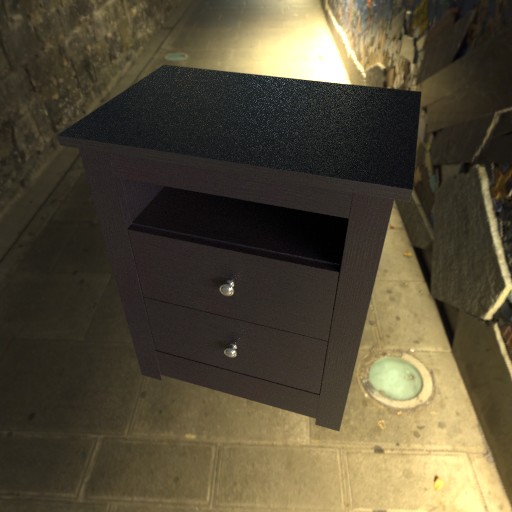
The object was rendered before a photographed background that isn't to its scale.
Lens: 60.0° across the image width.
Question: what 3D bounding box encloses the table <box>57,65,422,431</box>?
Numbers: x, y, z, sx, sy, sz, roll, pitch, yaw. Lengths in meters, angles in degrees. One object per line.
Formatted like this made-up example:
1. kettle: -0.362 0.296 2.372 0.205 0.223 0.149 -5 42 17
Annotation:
1. table: 0.000 0.000 1.065 0.589 0.711 0.408 12 41 13
